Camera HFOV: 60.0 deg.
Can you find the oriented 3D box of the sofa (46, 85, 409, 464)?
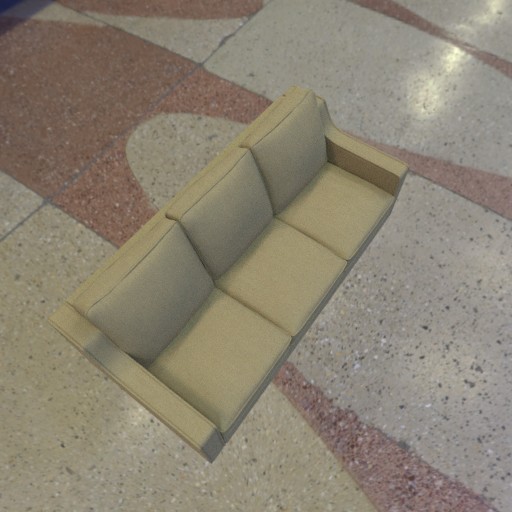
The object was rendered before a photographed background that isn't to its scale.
[{"bbox_3d":[0.000,0.000,2.552,0.911,0.974,1.986,32,64,18],"label":"sofa"}]
